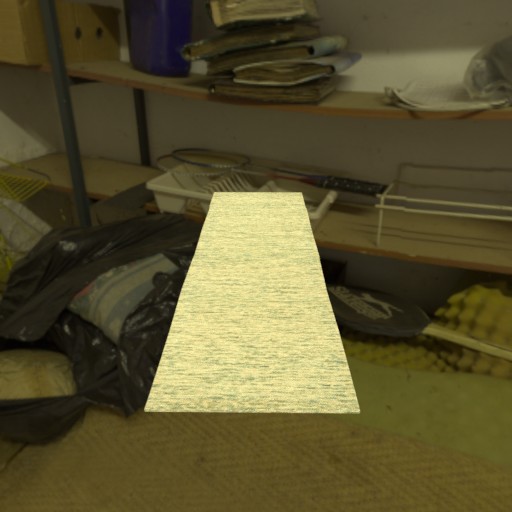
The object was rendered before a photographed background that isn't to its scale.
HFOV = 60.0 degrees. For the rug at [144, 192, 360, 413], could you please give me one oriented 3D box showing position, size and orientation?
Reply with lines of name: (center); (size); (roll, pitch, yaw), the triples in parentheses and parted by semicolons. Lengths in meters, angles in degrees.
rug: (0.000, 0.000, 2.440); (0.700, 0.014, 2.290); (0, 26, 1)
